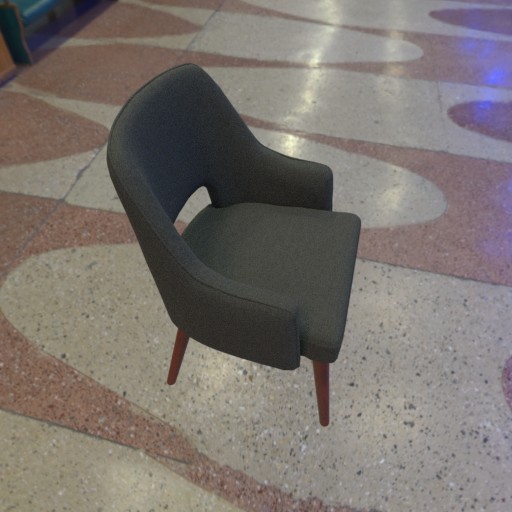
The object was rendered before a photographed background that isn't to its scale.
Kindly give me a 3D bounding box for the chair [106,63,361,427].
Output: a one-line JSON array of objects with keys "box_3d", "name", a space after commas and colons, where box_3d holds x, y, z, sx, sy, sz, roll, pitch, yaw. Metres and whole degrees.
[{"box_3d": [0.000, 0.000, 1.188, 0.560, 0.838, 0.559, 11, 47, 10], "name": "chair"}]
